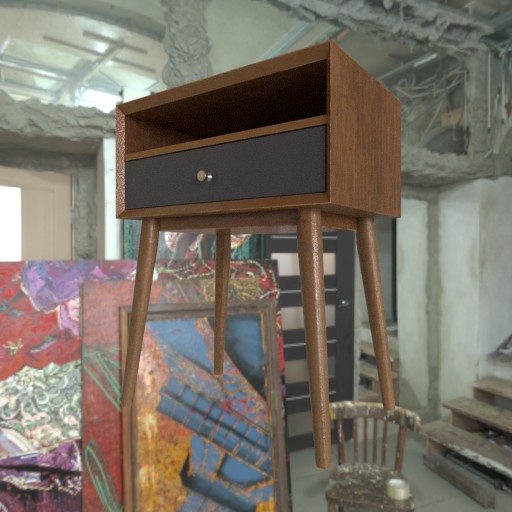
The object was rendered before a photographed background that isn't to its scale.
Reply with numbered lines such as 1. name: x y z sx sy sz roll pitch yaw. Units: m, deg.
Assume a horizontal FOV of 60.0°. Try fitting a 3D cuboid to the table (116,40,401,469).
1. table: 0.000 0.000 0.844 0.454 0.580 0.307 0 0 35
